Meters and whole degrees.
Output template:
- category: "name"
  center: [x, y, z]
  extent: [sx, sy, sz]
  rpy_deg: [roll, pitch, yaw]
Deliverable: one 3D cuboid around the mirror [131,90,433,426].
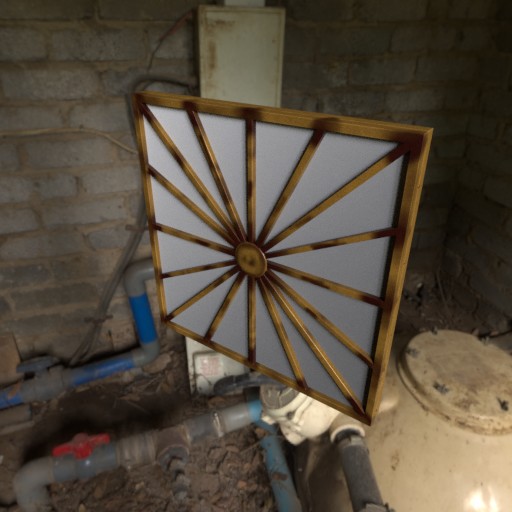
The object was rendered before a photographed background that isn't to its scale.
- category: "mirror"
  center: [0.000, 0.000, 0.787]
  extent: [0.509, 0.507, 0.042]
  rpy_deg: [19, 34, 30]
